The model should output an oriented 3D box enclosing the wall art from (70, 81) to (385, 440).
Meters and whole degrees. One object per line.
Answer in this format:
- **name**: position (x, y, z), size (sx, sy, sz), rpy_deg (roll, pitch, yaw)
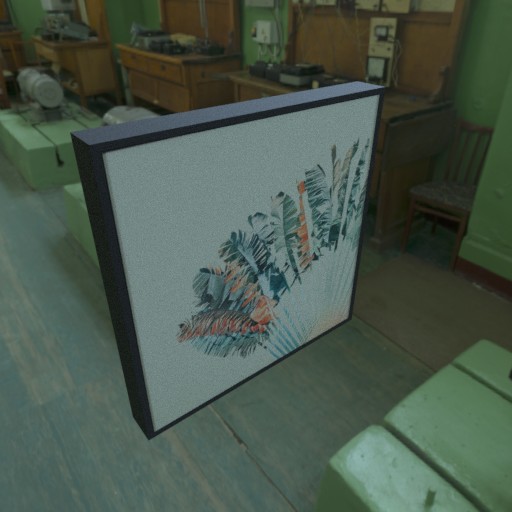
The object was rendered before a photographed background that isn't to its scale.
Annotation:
- **wall art**: position (0.000, 0.000, 0.455), size (0.302, 0.300, 0.036), rpy_deg (-22, 38, -32)
